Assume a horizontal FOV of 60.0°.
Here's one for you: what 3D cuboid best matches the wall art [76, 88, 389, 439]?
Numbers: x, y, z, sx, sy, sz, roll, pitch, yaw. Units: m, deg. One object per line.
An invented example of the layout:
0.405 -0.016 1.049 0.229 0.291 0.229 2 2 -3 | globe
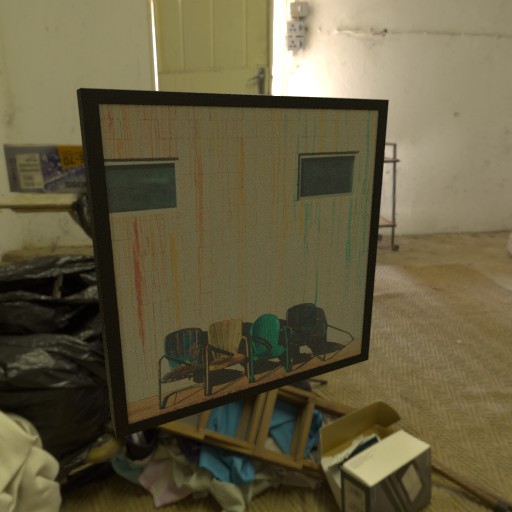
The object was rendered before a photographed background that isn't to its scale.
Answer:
0.000 0.000 0.742 0.506 0.506 0.037 -9 18 -27 | wall art
